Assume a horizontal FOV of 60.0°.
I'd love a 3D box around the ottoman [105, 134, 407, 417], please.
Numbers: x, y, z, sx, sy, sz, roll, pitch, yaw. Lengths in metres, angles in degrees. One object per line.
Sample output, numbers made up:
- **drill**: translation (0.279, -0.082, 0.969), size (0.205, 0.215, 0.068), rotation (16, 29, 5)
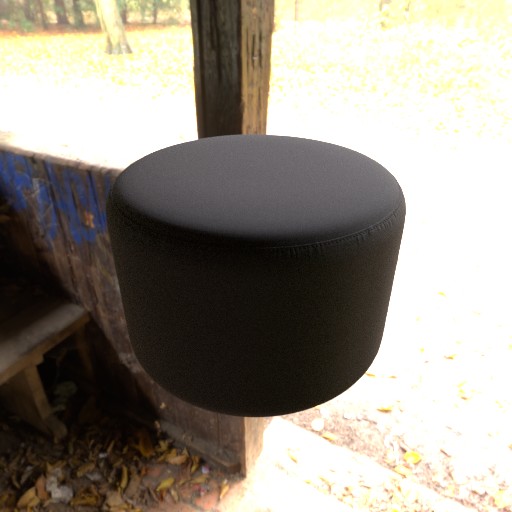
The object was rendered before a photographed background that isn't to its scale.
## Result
- **ottoman**: translation (0.000, 0.000, 1.008), size (0.608, 0.433, 0.608), rotation (0, 31, 0)
